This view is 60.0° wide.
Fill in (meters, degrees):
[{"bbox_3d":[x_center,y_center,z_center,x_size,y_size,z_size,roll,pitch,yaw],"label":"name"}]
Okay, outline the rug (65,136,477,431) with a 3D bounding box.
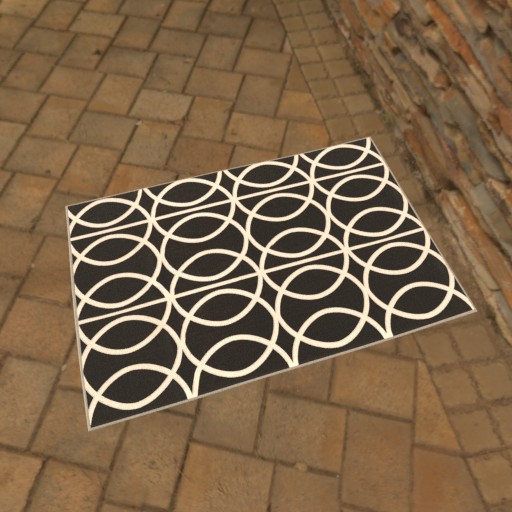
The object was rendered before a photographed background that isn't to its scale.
[{"bbox_3d":[0.000,0.000,2.832,2.294,0.014,1.528,-15,60,-9],"label":"rug"}]
